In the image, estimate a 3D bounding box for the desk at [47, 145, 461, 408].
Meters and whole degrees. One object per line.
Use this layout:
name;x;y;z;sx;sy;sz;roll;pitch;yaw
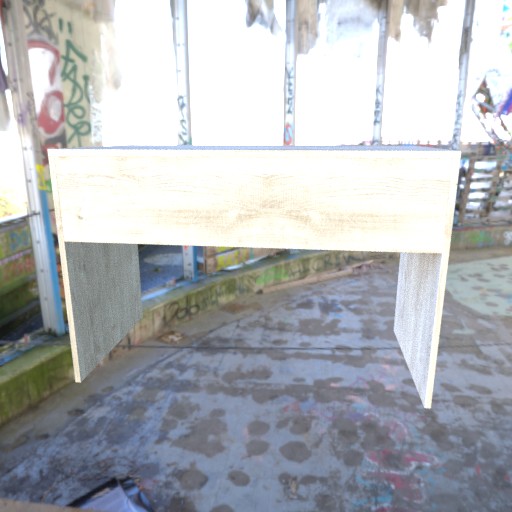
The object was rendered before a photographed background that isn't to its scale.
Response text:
desk;0.000;0.000;1.530;1.100;0.730;0.560;2;15;7
